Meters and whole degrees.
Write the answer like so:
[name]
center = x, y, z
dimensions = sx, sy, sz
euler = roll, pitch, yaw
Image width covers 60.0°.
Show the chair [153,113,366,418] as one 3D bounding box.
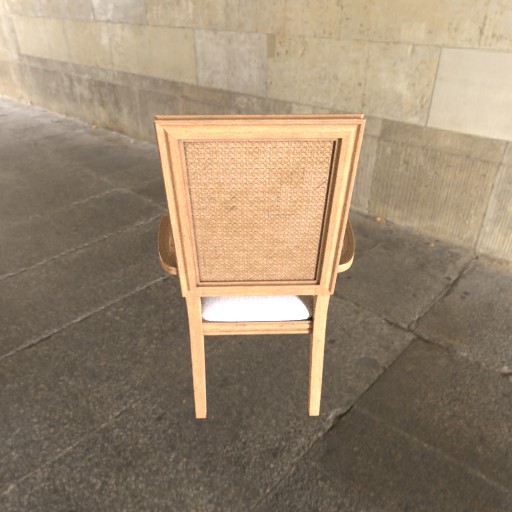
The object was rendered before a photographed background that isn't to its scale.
[chair]
center = 0.000, 0.000, 1.378
dimensions = 0.606, 0.990, 0.602
euler = -1, 31, -1
